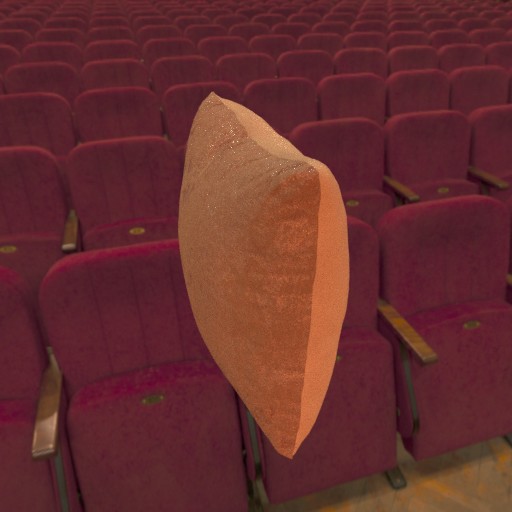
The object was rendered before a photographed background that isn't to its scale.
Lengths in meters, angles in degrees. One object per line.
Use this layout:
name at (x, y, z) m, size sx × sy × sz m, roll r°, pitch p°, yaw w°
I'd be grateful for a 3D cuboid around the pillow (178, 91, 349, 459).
pillow at (0.000, 0.000, 0.731) m, size 0.245 × 0.448 × 0.450 m, roll -8°, pitch 32°, yaw -14°
